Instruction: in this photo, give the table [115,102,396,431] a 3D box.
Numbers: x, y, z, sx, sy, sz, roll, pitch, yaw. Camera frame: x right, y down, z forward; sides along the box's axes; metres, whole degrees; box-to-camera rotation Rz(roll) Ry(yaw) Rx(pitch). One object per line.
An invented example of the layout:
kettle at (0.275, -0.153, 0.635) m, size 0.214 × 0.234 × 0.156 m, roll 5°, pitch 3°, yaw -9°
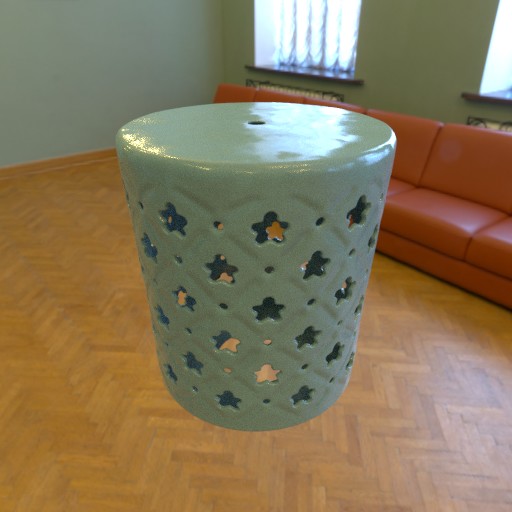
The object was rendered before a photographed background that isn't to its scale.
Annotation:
table at (0.000, 0.000, 0.657) m, size 0.352 × 0.387 × 0.352 m, roll 0°, pitch 28°, yaw 0°
